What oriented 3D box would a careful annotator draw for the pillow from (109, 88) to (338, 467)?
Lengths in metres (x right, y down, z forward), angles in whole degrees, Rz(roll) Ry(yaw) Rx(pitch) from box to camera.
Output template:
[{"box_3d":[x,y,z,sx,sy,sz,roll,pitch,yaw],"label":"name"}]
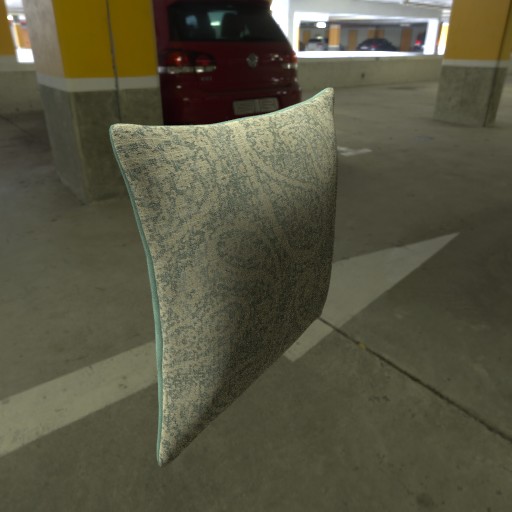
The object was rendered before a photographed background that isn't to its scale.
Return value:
[{"box_3d":[0.000,0.000,0.761,0.166,0.507,0.526,17,30,31],"label":"pillow"}]
